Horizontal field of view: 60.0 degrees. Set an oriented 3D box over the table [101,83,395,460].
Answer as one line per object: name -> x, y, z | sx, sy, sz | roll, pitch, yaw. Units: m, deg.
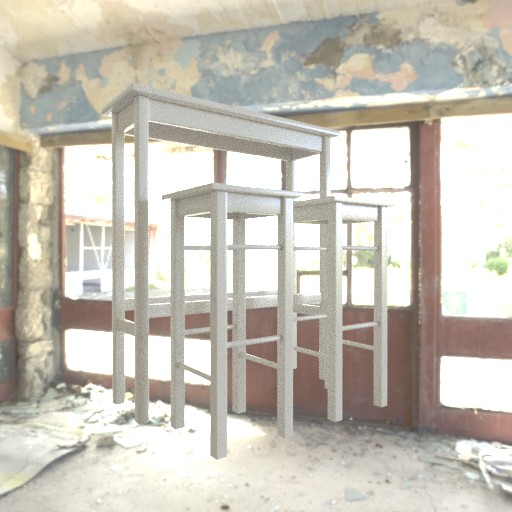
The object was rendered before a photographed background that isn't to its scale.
table -> 0.000, 0.000, 1.617 | 0.915, 1.065, 0.650 | 0, 0, -36
